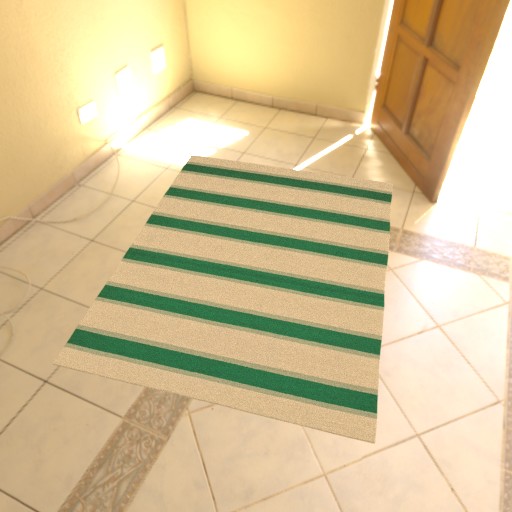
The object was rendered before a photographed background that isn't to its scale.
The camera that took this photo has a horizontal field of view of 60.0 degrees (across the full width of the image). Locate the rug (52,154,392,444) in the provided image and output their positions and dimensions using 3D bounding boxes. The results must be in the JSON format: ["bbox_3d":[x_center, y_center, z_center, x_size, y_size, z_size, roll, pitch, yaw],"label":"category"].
[{"bbox_3d":[0.000,0.000,4.208,2.434,0.019,3.041,10,46,10],"label":"rug"}]
